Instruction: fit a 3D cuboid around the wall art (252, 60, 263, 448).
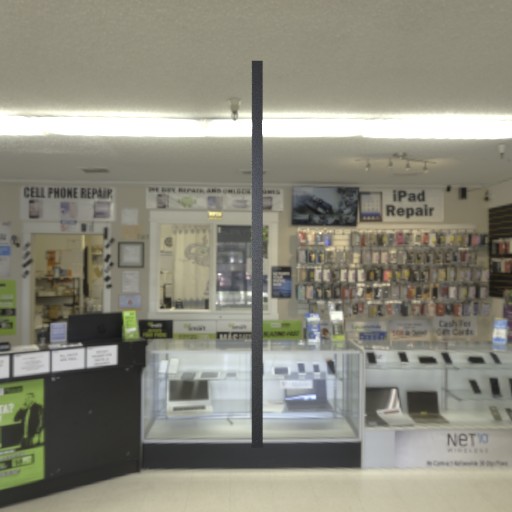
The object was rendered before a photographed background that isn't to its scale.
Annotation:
[{"bbox_3d":[0.000,0.000,1.235,0.019,0.660,0.957,0,-1,0],"label":"wall art"}]
